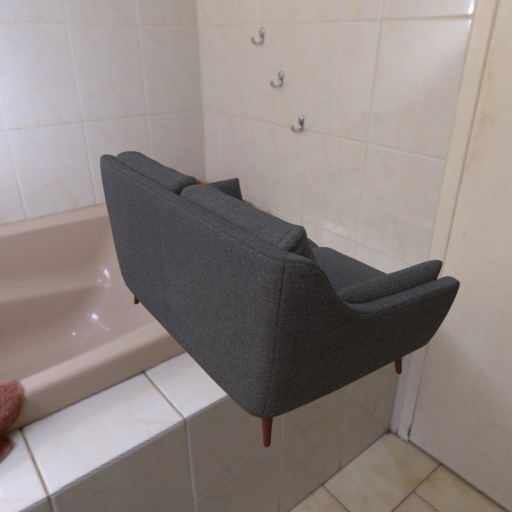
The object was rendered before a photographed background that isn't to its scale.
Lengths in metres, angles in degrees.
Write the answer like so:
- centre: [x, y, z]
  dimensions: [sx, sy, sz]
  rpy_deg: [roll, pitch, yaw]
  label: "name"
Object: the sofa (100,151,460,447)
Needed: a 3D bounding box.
- centre: [0.000, 0.000, 2.182]
  dimensions: [0.976, 0.887, 1.646]
  rpy_deg: [-18, 31, -32]
  label: "sofa"
